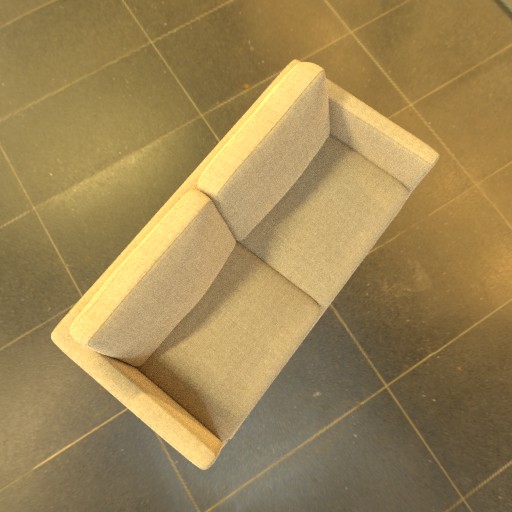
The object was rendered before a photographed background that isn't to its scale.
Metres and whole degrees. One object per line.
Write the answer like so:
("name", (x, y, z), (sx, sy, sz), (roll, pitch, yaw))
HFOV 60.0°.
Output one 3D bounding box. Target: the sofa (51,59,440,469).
("sofa", (0.000, 0.000, 2.362), (0.950, 0.963, 1.884), (37, 78, 9))
